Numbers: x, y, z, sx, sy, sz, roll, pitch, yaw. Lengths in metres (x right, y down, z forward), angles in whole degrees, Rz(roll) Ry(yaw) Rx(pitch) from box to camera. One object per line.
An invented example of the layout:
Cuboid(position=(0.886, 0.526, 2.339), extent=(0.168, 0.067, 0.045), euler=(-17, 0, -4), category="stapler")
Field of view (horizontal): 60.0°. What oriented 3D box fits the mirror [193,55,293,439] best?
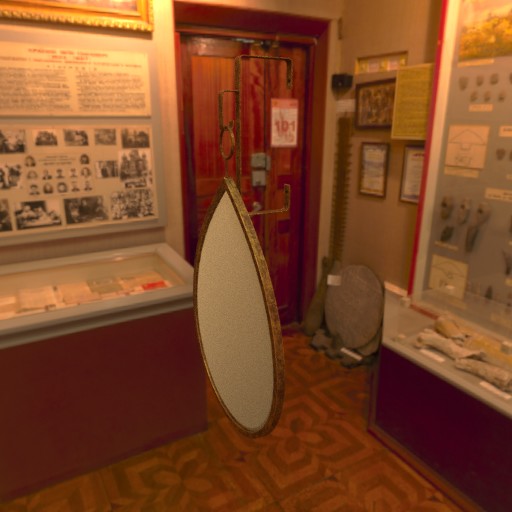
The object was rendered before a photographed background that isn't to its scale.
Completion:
Cuboid(position=(0.000, 0.000, 0.901), extent=(0.144, 0.744, 0.405), euler=(-9, 19, -27), category="mirror")
